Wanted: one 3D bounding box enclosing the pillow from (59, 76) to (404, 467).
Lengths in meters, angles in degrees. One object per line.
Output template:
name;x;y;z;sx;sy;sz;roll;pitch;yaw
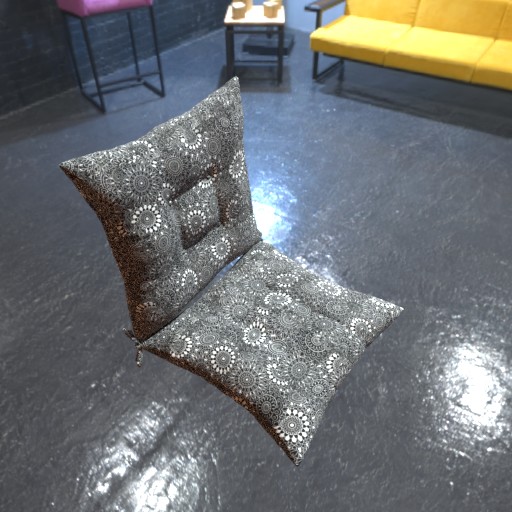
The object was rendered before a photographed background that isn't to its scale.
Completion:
pillow;0.000;0.000;0.990;0.585;0.536;0.541;27;49;26
